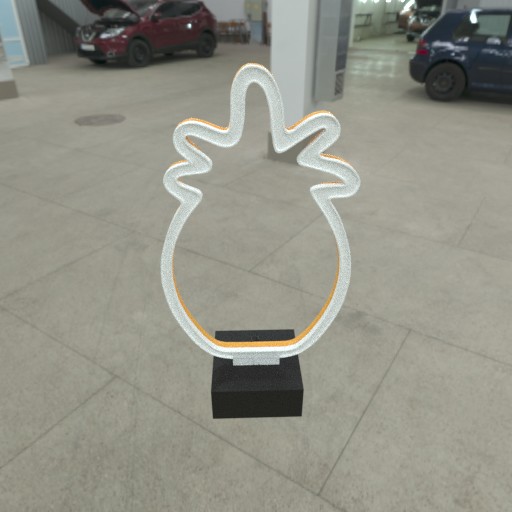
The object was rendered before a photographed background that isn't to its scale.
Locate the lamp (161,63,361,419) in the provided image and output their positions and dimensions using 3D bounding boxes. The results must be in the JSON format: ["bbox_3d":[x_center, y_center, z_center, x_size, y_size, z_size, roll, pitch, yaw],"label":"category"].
[{"bbox_3d":[0.000,0.000,0.394,0.167,0.317,0.088,-1,30,-2],"label":"lamp"}]
